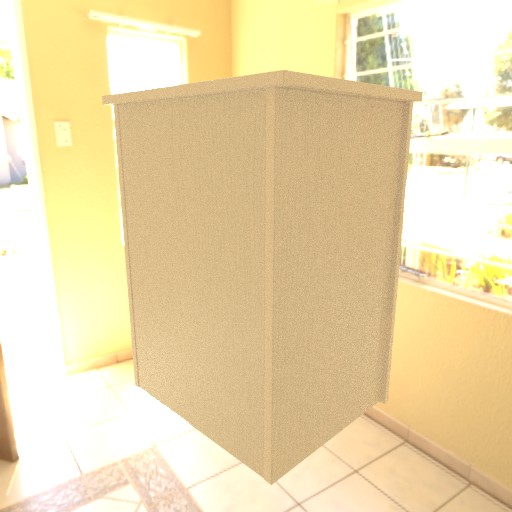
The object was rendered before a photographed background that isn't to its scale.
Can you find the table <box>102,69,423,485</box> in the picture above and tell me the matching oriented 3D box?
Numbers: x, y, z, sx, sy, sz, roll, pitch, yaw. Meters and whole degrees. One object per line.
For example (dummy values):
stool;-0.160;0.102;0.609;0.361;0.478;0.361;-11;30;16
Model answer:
table;0.000;0.000;0.920;0.381;0.635;0.480;-14;20;-43
